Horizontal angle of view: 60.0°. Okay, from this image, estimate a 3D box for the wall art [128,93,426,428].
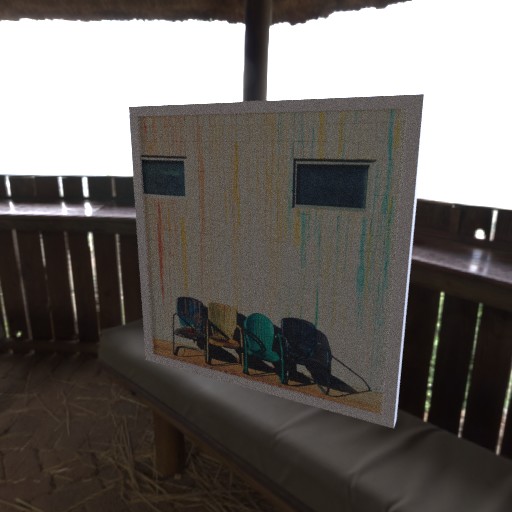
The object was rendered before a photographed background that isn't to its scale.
[{"bbox_3d":[0.000,0.000,1.151,0.760,0.760,0.036,7,16,26],"label":"wall art"}]
